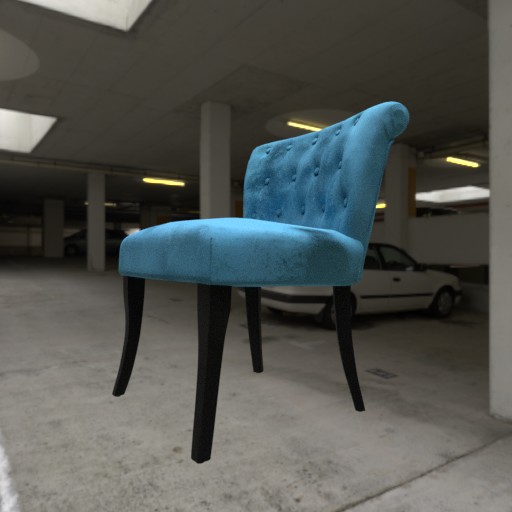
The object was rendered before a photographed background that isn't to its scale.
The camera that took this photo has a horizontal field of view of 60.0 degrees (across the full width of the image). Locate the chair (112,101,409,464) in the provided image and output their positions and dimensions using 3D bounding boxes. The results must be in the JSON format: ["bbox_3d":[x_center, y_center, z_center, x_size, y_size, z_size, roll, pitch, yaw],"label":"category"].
[{"bbox_3d":[0.000,0.000,1.162,0.605,0.750,0.582,0,0,-35],"label":"chair"}]
